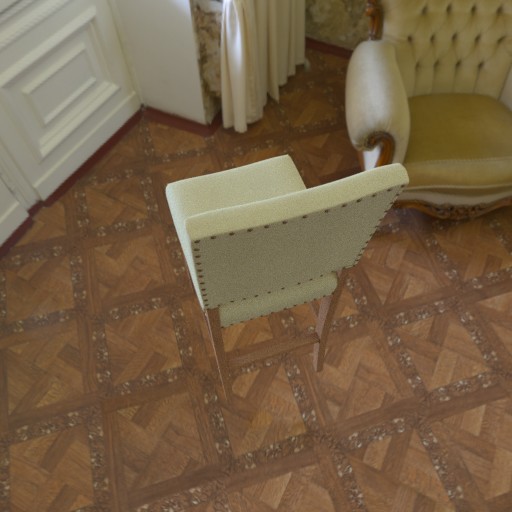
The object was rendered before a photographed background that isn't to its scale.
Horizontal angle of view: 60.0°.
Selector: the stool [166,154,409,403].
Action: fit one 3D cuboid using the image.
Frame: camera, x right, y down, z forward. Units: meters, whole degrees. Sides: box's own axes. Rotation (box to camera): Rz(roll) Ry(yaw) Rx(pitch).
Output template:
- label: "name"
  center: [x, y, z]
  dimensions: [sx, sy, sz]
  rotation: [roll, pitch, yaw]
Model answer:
- label: "stool"
  center: [0.000, 0.000, 1.430]
  dimensions: [0.445, 1.168, 0.584]
  rotation: [-16, 59, -10]
